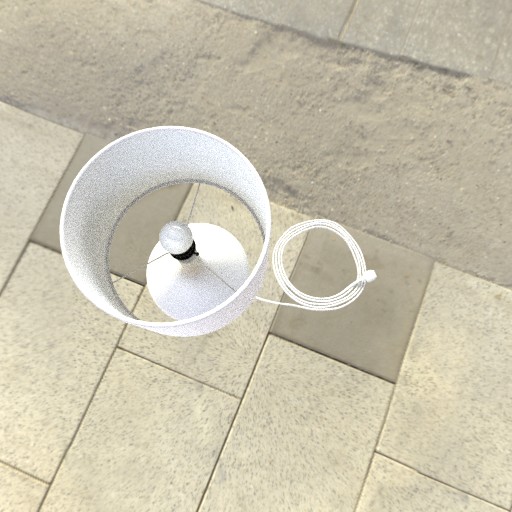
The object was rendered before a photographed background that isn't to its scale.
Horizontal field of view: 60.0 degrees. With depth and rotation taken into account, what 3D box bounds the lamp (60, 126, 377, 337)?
[{"bbox_3d":[0.000,0.000,0.860,0.546,0.457,0.401,19,77,5],"label":"lamp"}]
